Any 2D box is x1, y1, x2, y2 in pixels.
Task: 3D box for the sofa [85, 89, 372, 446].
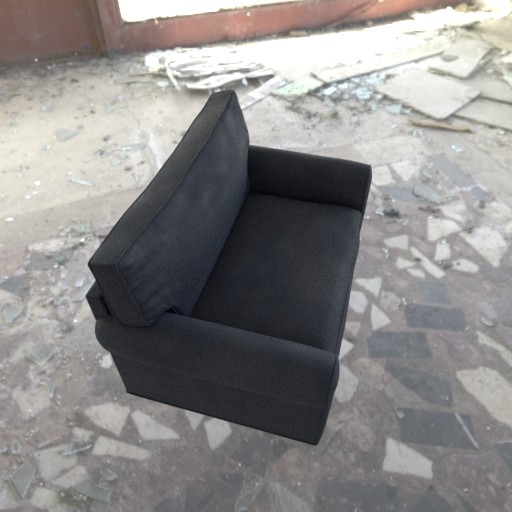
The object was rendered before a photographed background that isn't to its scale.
[{"bbox_3d":[0.000,0.000,2.109,0.938,1.004,1.405,11,47,11],"label":"sofa"}]
